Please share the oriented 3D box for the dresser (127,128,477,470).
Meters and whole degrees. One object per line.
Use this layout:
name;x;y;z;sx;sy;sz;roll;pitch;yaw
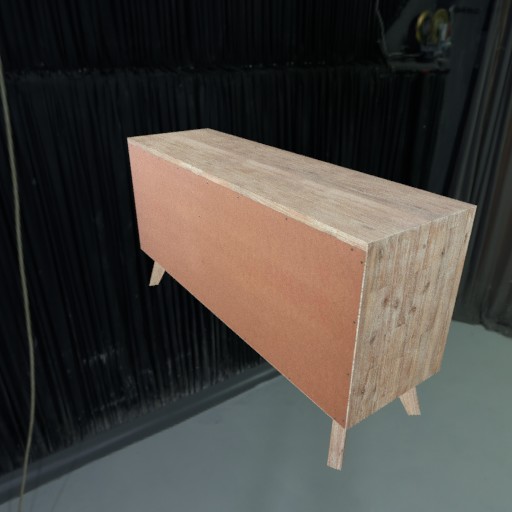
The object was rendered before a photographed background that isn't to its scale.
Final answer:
dresser;0.000;0.000;1.899;0.455;0.805;1.554;-17;31;-31
